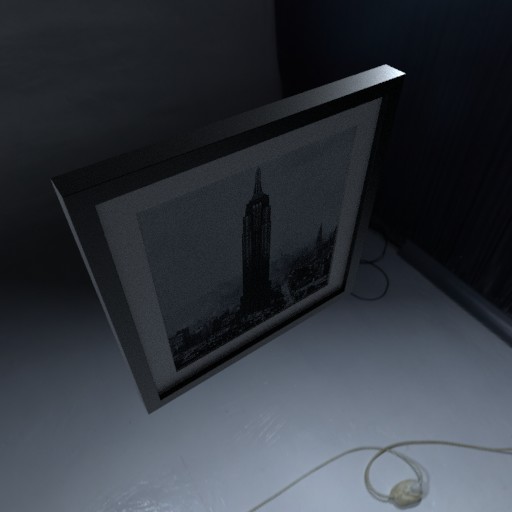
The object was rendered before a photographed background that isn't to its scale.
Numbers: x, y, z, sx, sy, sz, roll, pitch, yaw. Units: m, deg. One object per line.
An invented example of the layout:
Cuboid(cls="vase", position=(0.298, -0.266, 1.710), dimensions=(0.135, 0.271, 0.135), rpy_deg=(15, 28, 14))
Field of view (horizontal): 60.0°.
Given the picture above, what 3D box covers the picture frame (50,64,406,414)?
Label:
Cuboid(cls="picture frame", position=(0.000, 0.000, 0.520), dimensions=(0.355, 0.353, 0.029), rpy_deg=(-27, 52, -23))
